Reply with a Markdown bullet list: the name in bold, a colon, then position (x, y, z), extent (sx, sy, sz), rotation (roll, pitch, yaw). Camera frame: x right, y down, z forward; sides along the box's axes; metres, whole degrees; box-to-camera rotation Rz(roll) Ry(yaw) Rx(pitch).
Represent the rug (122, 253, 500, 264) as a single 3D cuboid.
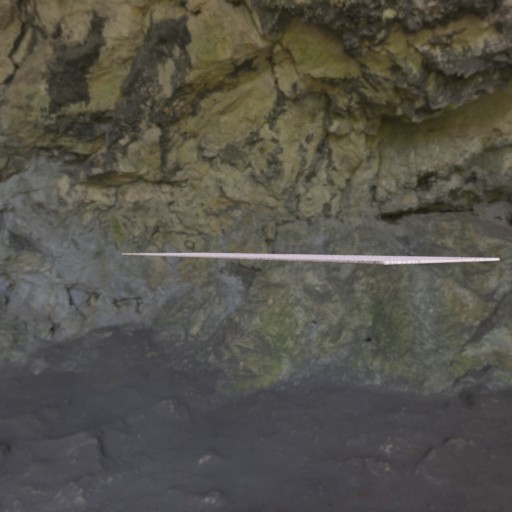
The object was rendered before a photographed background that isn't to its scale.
- **rug**: position (0.000, 0.000, 2.641), extent (0.775, 0.012, 2.452), rotation (-1, 1, -36)
